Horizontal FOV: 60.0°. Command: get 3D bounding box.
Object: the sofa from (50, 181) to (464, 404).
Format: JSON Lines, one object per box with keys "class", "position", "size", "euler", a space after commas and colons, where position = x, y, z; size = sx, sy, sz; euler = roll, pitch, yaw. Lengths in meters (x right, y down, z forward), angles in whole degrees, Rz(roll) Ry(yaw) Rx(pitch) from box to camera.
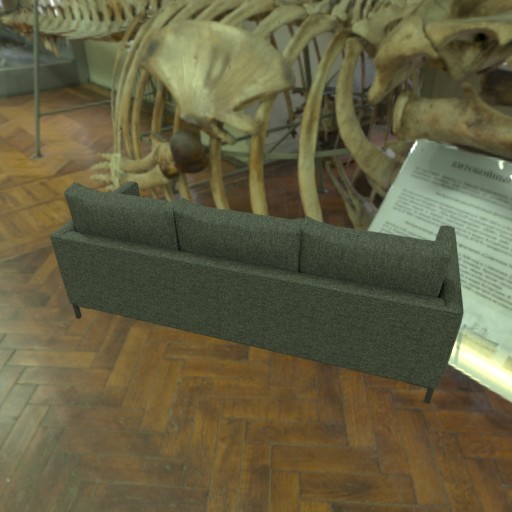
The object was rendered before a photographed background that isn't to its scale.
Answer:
{"class": "sofa", "position": [0.000, 0.000, 2.697], "size": [2.253, 0.879, 0.876], "euler": [10, 34, 15]}
